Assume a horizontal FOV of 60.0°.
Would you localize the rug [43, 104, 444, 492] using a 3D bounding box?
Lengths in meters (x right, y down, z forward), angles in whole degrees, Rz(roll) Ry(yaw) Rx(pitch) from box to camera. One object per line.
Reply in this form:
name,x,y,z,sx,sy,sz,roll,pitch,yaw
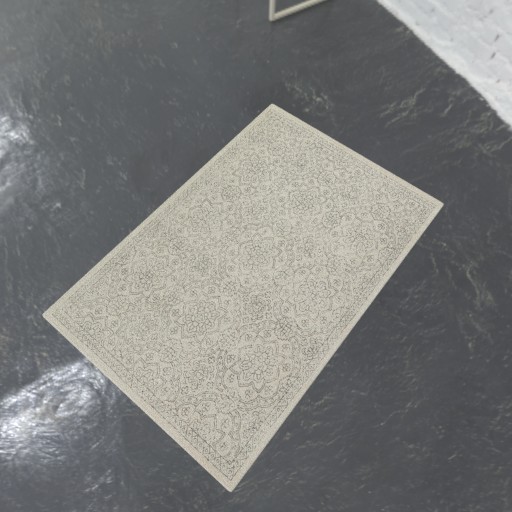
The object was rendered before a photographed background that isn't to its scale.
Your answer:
rug,0.000,0.000,2.899,1.524,0.011,2.286,36,68,17
